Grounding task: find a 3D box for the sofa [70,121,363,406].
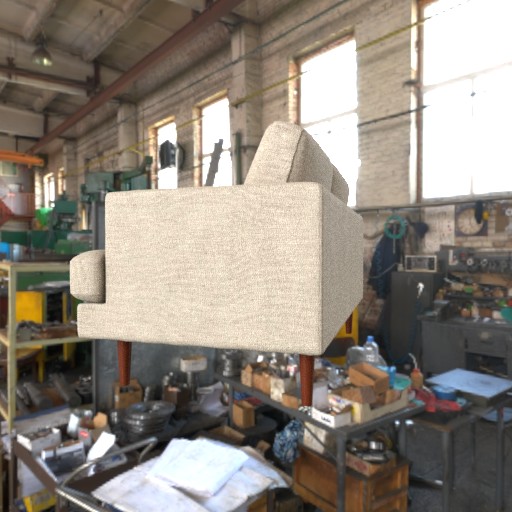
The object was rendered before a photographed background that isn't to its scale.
[{"bbox_3d":[0.000,0.000,2.154,0.903,0.944,1.582,0,1,18],"label":"sofa"}]
